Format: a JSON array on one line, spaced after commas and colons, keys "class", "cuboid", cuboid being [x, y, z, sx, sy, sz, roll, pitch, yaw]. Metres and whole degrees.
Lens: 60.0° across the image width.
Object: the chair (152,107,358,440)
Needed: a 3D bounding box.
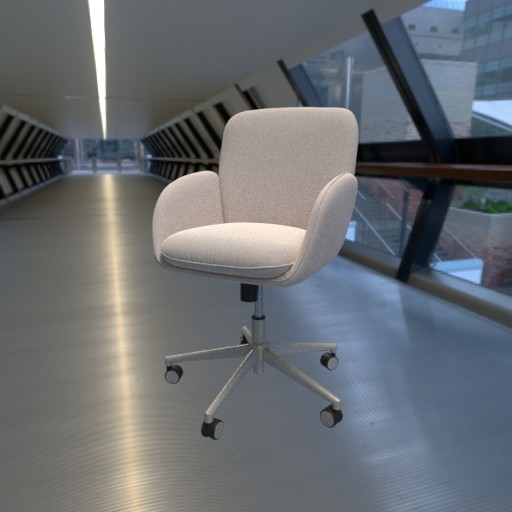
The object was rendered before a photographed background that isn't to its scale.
[{"class": "chair", "cuboid": [0.000, 0.000, 1.429, 0.648, 0.959, 0.633, 7, 15, 25]}]
